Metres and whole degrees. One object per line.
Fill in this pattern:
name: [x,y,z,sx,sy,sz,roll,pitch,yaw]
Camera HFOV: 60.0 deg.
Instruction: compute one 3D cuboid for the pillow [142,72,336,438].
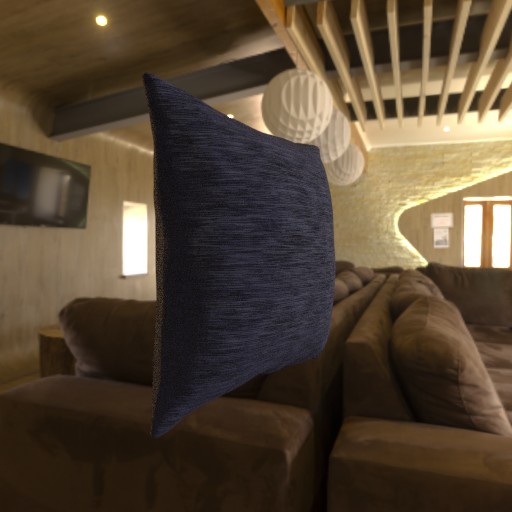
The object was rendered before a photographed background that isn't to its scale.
pillow: [0.000,0.000,0.706,0.204,0.439,0.452,1,1,35]
